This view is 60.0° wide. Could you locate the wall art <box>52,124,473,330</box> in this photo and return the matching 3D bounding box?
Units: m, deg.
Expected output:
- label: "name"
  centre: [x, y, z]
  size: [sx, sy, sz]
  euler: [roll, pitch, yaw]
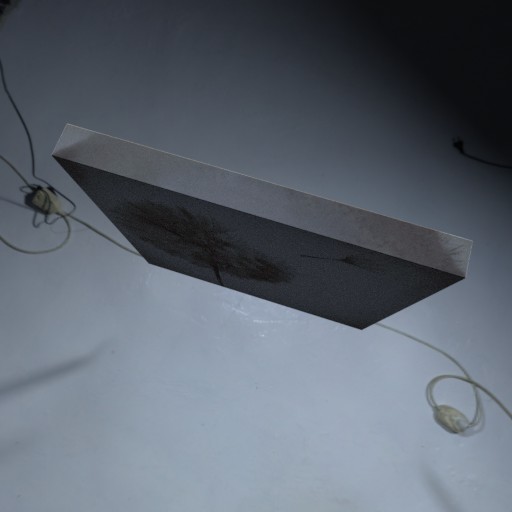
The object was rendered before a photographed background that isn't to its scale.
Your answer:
- label: "wall art"
  centre: [0.000, 0.000, 0.459]
  size: [0.303, 0.303, 0.028]
  euler: [17, 75, 5]
